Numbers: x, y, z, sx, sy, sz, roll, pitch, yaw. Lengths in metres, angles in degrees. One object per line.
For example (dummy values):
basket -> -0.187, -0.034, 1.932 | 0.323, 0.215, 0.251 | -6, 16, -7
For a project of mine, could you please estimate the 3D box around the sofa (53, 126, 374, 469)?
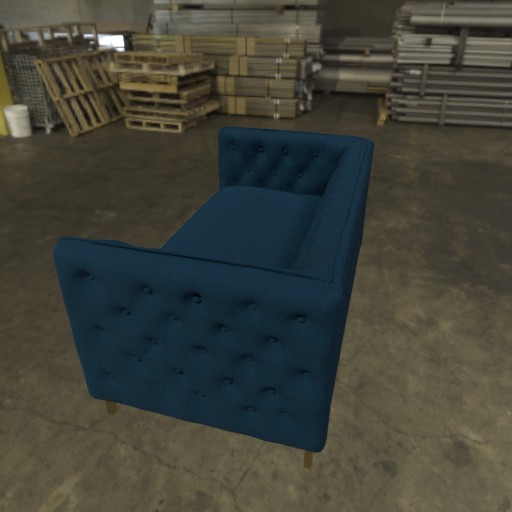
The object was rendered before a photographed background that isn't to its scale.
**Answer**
sofa -> 0.000, 0.000, 2.059 | 0.909, 0.810, 1.583 | 8, 31, 14
